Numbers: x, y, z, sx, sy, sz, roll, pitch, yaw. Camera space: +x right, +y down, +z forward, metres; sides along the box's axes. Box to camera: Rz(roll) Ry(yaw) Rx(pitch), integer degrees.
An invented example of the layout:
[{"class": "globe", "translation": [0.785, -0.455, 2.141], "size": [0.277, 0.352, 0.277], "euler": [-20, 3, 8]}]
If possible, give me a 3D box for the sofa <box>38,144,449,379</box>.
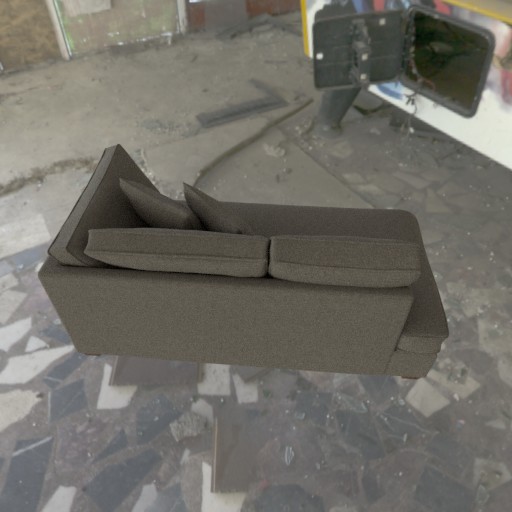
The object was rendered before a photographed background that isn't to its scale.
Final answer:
[{"class": "sofa", "translation": [0.000, 0.000, 2.853], "size": [2.237, 1.033, 1.110], "euler": [3, 46, 3]}]
